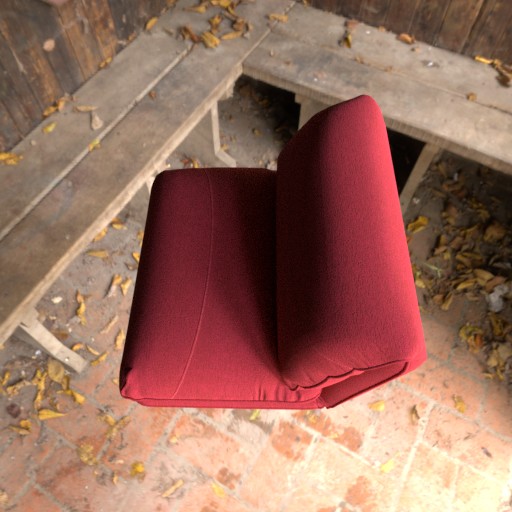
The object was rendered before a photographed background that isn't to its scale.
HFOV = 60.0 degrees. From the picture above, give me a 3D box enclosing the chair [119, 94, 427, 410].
[{"bbox_3d":[0.000,0.000,1.336,0.780,0.580,0.820,1,60,0],"label":"chair"}]
